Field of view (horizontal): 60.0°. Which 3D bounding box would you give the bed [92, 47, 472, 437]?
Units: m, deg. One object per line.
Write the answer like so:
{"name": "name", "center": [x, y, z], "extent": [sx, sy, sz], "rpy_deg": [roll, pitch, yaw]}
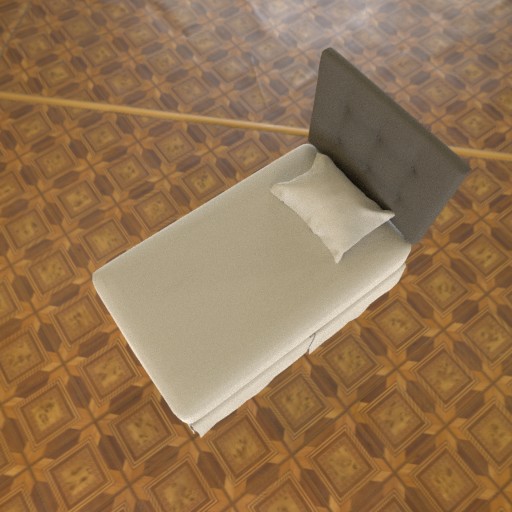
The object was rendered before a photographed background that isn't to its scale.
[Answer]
{"name": "bed", "center": [0.000, 0.000, 2.938], "extent": [1.997, 1.571, 1.261], "rpy_deg": [-34, 69, -15]}
